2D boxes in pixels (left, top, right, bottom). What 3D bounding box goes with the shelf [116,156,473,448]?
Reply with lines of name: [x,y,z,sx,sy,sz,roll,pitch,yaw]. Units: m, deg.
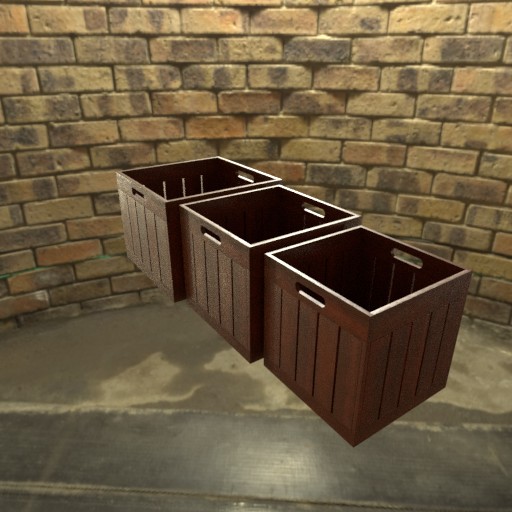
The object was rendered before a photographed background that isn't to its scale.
shelf: [0.000,0.000,1.239,0.393,0.311,1.064,-16,30,-31]
